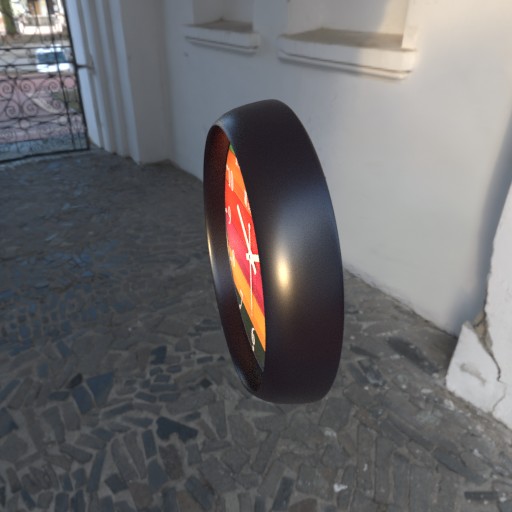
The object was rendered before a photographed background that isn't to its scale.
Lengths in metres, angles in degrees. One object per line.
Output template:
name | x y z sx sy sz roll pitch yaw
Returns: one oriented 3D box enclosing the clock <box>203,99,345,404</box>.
clock | 0.000 0.000 0.453 0.060 0.300 0.300 -8 32 -14
